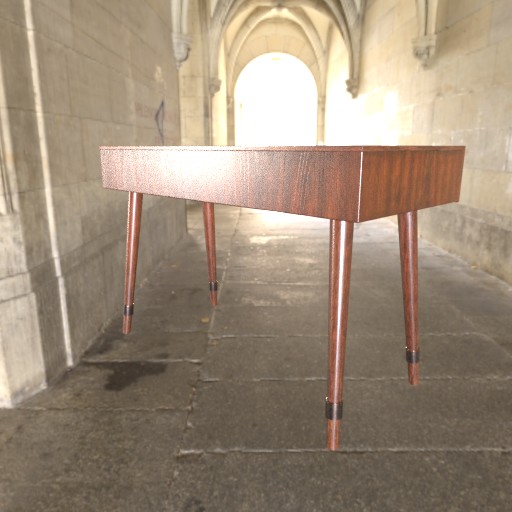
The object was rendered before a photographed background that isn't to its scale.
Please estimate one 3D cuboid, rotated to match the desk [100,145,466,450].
[{"bbox_3d":[0.000,0.000,2.139,0.734,1.031,1.577,-13,19,-43],"label":"desk"}]
